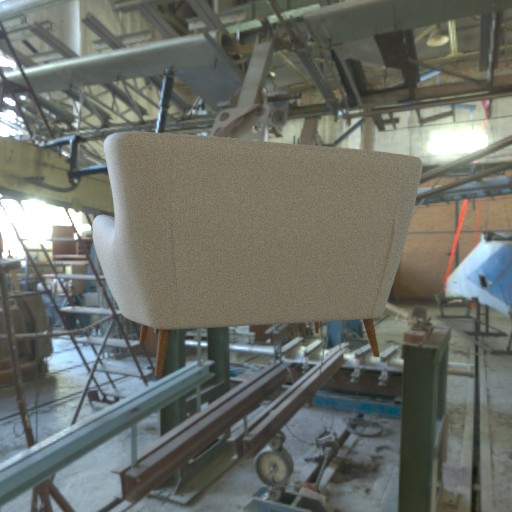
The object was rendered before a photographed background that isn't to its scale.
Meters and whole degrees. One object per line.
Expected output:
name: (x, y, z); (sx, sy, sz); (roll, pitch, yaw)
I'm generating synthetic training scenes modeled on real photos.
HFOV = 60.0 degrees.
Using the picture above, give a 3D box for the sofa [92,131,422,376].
sofa: (0.000, 0.000, 2.032); (1.424, 0.878, 0.921); (0, 0, -19)
